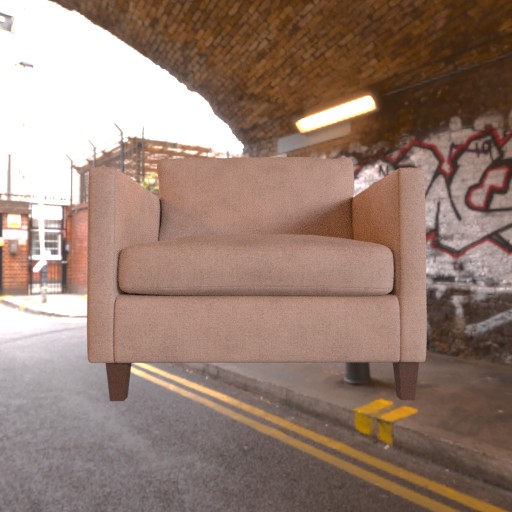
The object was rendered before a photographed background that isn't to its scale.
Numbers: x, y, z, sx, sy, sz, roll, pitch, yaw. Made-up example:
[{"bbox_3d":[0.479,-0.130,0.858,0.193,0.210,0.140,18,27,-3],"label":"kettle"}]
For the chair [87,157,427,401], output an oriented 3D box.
[{"bbox_3d":[0.000,0.000,1.879,1.133,0.961,0.959,0,-1,-1],"label":"chair"}]
